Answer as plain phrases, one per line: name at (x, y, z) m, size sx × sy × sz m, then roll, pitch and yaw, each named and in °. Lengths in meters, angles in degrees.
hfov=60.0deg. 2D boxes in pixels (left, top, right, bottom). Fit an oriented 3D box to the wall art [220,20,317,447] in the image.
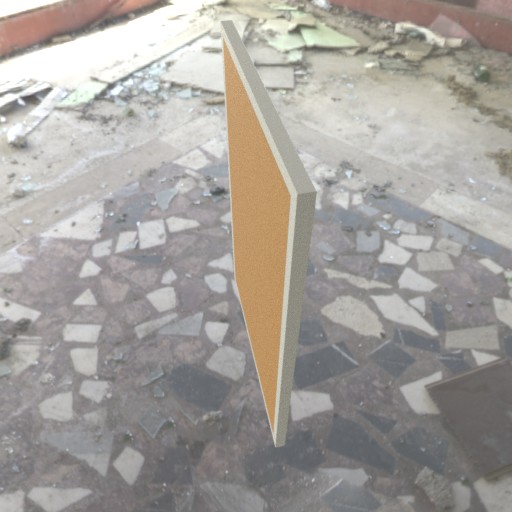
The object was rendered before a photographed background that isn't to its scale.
wall art at (0.000, 0.000, 0.539) m, size 0.013 × 0.433 × 0.303 m, roll -9°, pitch 48°, yaw -8°
